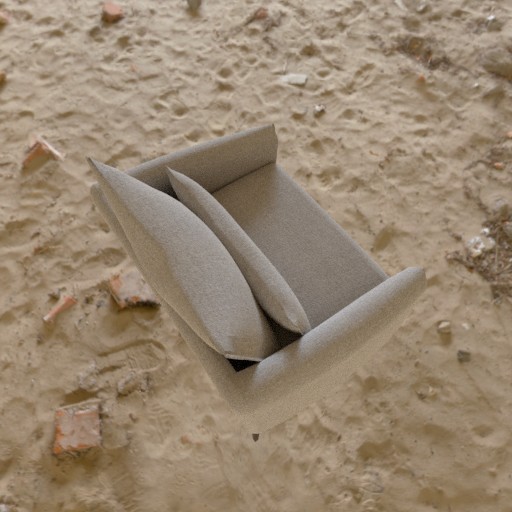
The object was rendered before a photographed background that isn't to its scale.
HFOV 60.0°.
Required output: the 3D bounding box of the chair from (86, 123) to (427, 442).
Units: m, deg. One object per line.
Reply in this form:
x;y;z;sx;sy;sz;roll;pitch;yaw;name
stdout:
0.000;0.000;1.654;0.801;0.856;1.029;-32;64;-17;chair
